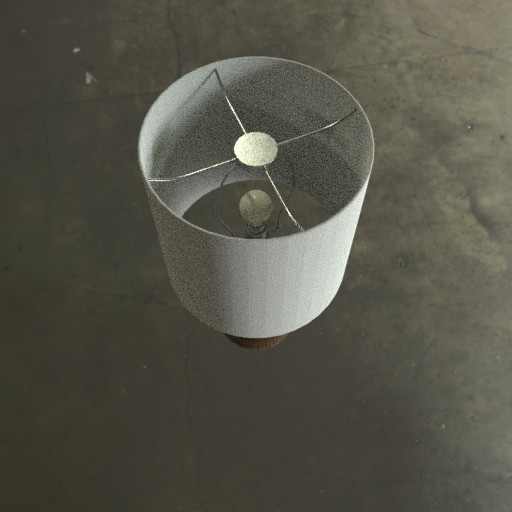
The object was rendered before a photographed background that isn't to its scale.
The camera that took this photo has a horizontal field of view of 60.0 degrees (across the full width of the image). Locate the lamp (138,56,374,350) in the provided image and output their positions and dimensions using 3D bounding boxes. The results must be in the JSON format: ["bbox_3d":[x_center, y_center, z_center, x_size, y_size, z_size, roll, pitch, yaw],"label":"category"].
[{"bbox_3d":[0.000,0.000,0.474,0.186,0.369,0.186,0,64,0],"label":"lamp"}]
